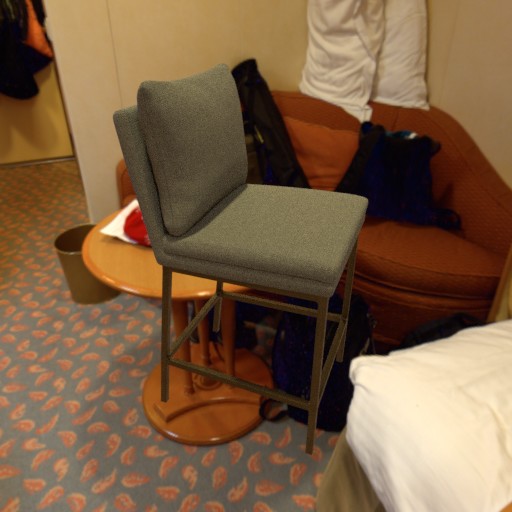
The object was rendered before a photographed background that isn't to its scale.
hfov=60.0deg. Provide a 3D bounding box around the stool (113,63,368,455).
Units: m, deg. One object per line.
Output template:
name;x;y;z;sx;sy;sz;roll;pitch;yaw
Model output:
stool;0.000;0.000;1.339;0.569;1.031;0.463;11;32;18
